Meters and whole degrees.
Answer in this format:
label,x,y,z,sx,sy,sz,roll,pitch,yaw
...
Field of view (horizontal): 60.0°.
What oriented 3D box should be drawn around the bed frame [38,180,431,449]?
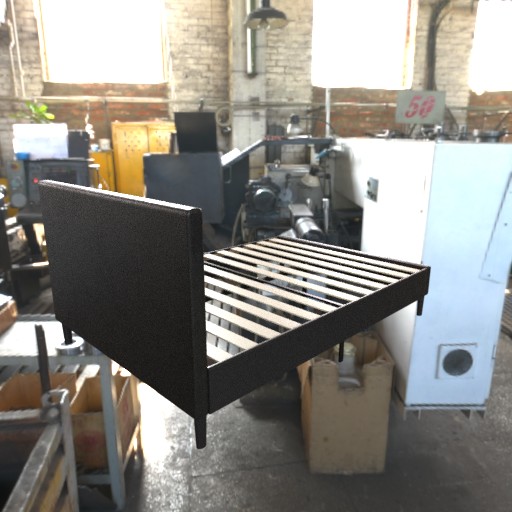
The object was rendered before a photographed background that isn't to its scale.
label,x,y,z,sx,sy,sz,roll,pitch,yaw
bed frame,0.000,0.000,2.962,2.152,1.046,1.469,-15,21,-43
